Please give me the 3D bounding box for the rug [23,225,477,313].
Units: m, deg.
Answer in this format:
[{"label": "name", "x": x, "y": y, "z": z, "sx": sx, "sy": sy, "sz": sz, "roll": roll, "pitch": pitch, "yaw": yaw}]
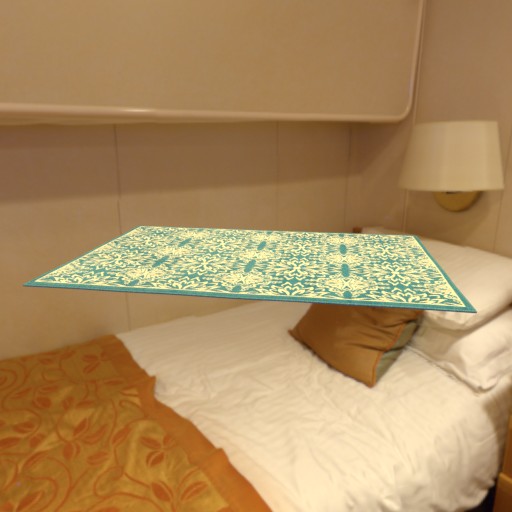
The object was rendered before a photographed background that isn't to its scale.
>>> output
[{"label": "rug", "x": 0.000, "y": 0.000, "z": 3.525, "sx": 2.769, "sy": 0.018, "sz": 1.830, "roll": 3, "pitch": 16, "yaw": 9}]
